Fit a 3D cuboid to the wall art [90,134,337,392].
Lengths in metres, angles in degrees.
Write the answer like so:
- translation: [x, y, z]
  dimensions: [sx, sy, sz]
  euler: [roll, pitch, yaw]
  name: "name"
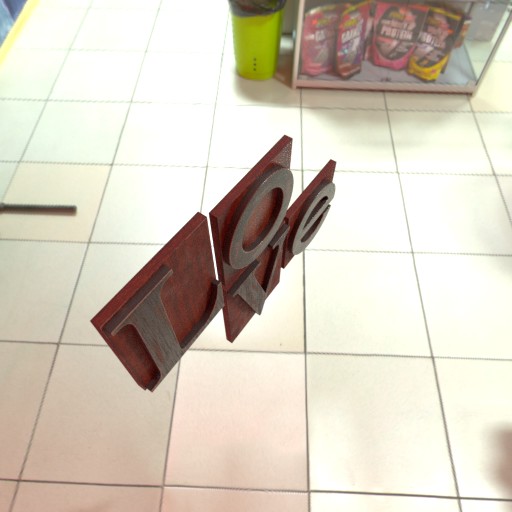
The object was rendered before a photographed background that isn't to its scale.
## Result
- translation: [0.000, 0.000, 0.864]
  dimensions: [0.030, 0.497, 0.635]
  euler: [31, 62, 18]
  name: "wall art"
